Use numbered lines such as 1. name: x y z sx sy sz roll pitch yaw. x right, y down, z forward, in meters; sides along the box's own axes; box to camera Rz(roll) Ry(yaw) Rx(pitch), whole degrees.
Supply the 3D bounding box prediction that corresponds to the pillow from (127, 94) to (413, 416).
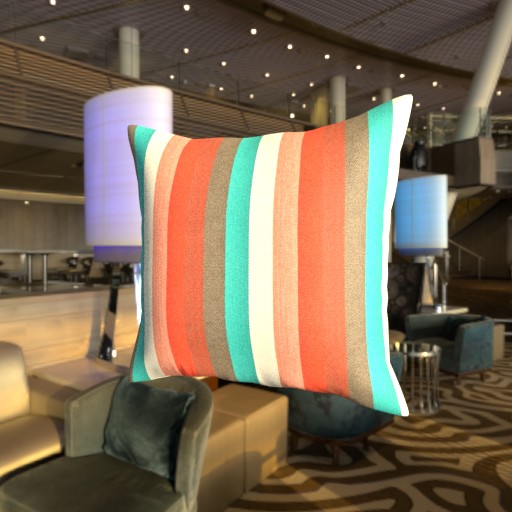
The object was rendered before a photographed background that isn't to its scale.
1. pillow: 0.000 0.000 0.681 0.453 0.443 0.168 0 0 18
